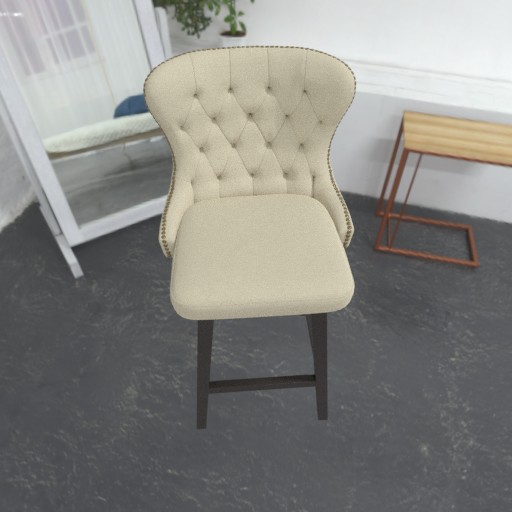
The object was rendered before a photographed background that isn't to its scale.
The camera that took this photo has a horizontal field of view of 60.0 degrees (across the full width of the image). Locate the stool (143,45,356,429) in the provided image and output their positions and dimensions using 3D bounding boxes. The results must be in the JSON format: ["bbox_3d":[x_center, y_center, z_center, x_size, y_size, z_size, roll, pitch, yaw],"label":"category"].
[{"bbox_3d":[0.000,0.000,1.288,0.528,0.971,0.593,-3,47,-3],"label":"stool"}]
